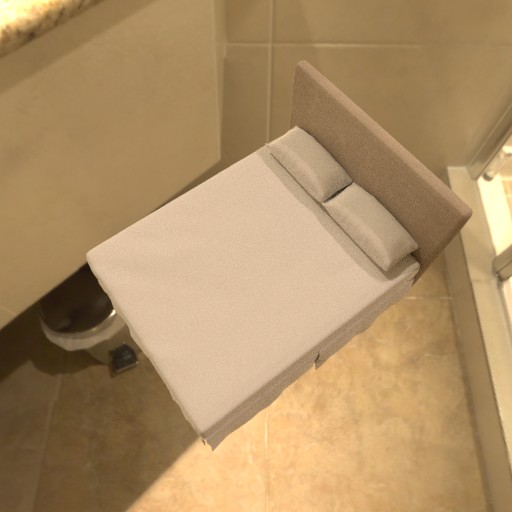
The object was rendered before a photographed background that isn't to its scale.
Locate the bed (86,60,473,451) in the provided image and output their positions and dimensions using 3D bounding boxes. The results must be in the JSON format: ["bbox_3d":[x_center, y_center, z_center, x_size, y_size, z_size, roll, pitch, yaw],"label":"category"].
[{"bbox_3d":[0.000,0.000,3.282,2.162,1.330,1.713,-34,69,-15],"label":"bed"}]
